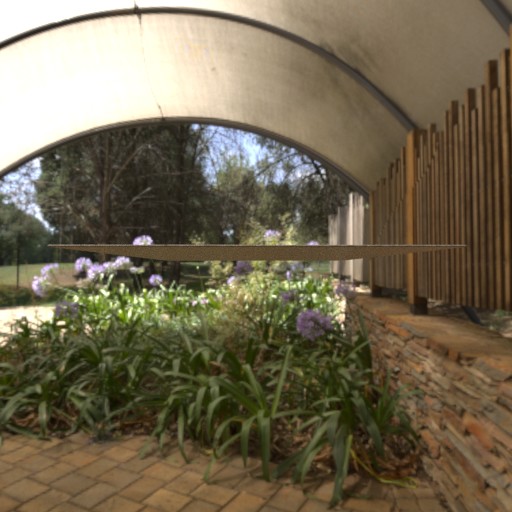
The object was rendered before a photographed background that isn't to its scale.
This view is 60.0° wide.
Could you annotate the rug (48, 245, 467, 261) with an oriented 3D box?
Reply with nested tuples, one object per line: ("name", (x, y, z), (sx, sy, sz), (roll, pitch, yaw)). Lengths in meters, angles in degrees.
("rug", (0.000, 0.000, 3.551), (2.005, 0.013, 2.890), (0, -2, 0))
